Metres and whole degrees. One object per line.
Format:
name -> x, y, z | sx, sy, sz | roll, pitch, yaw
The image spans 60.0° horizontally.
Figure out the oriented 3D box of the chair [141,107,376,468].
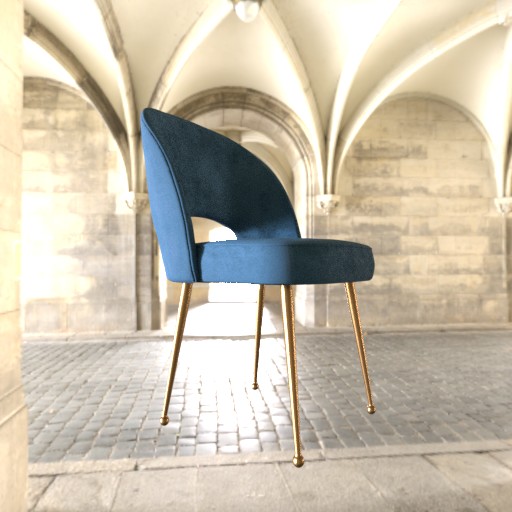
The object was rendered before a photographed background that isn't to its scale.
chair -> 0.000, 0.000, 1.206 | 0.577, 0.860, 0.527 | -1, -1, 36
